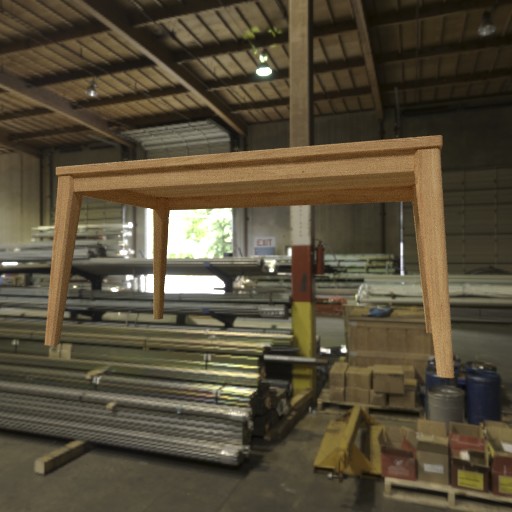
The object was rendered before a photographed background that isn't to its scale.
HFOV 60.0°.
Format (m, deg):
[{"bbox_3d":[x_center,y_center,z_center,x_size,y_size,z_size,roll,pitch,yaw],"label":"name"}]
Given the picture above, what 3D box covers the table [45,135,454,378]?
[{"bbox_3d":[0.000,0.000,2.049,1.600,0.760,0.900,0,0,19],"label":"table"}]
